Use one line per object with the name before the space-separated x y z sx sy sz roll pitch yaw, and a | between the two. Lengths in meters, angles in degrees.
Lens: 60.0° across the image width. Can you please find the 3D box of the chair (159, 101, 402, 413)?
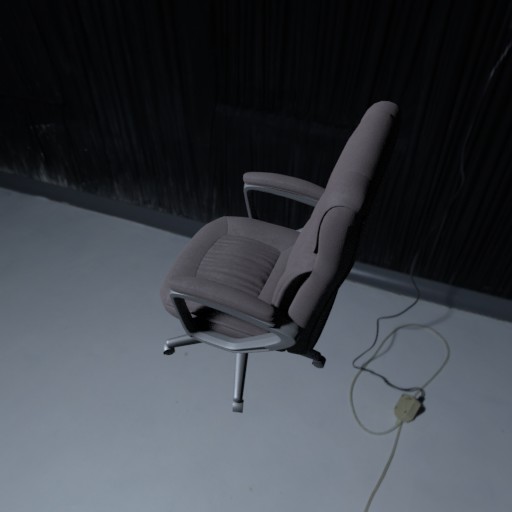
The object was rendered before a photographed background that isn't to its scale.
chair | 0.000 0.000 1.556 0.724 1.105 0.667 17 49 15
